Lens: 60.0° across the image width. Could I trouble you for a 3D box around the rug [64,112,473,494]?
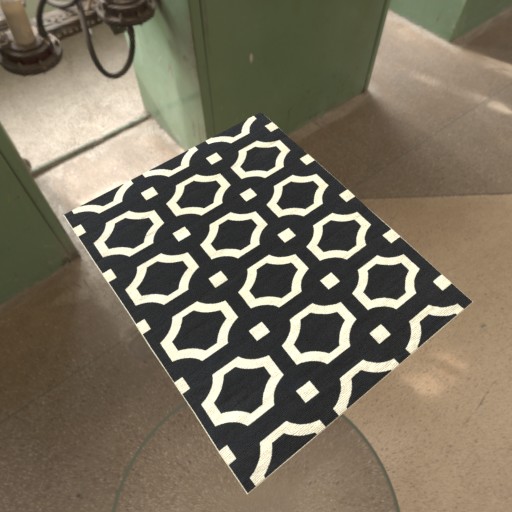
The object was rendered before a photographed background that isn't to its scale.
[{"bbox_3d":[0.000,0.000,4.119,2.466,0.021,3.049,-33,64,-18],"label":"rug"}]
